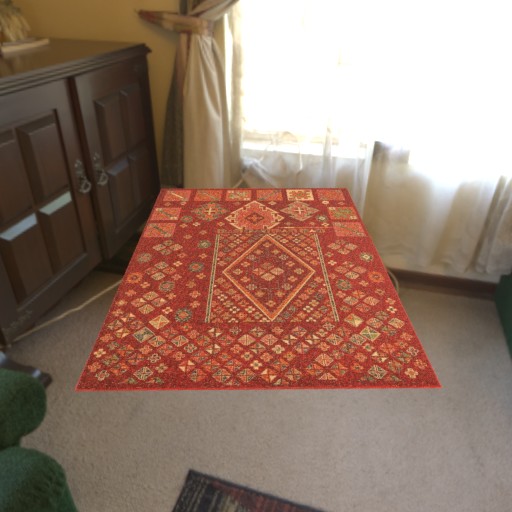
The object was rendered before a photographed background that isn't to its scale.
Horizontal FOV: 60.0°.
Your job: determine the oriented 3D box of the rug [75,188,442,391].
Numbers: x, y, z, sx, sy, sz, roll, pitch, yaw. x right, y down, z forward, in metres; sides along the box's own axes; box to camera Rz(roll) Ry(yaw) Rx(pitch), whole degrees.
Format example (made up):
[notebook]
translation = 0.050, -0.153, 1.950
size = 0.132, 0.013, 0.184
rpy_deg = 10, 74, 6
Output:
[rug]
translation = 0.000, 0.000, 4.287
size = 2.389, 0.011, 3.306
rpy_deg = 0, 32, -1
